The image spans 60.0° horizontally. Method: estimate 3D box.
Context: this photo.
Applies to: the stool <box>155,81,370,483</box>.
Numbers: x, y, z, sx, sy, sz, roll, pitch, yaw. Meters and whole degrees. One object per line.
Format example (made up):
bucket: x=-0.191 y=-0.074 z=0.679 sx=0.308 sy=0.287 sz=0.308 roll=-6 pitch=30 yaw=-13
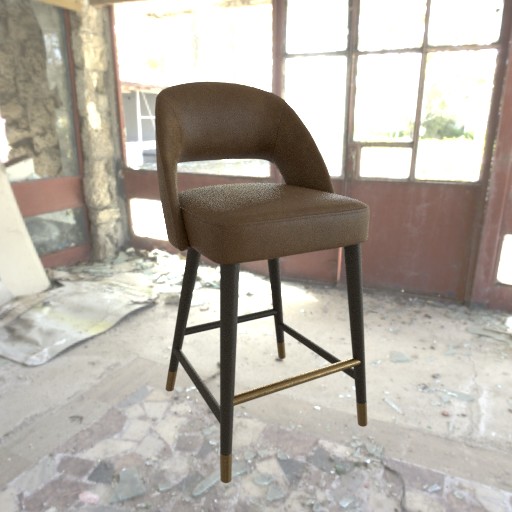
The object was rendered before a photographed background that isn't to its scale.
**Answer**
stool: x=0.000 y=0.000 z=1.233 sx=0.494 sy=0.940 sz=0.509 roll=-9 pitch=19 yaw=-27
